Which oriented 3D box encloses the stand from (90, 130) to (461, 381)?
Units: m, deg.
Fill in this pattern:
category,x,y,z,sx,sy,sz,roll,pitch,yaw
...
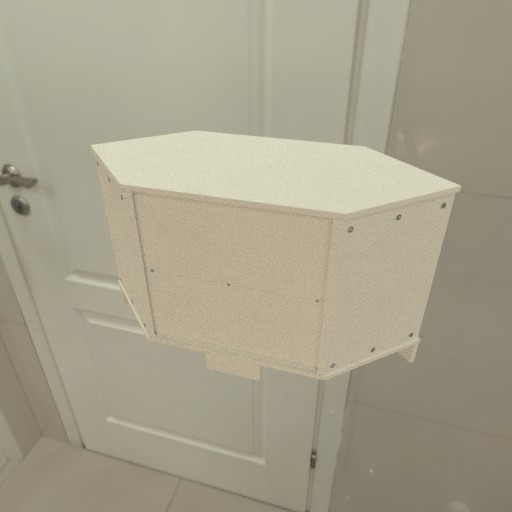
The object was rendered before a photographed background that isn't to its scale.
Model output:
category,x,y,z,sx,sy,sz,roll,pitch,yaw
stand,0.000,0.000,1.401,1.072,0.614,0.477,9,34,14
